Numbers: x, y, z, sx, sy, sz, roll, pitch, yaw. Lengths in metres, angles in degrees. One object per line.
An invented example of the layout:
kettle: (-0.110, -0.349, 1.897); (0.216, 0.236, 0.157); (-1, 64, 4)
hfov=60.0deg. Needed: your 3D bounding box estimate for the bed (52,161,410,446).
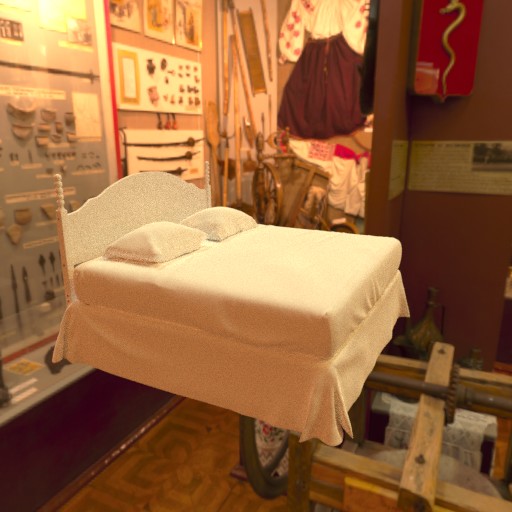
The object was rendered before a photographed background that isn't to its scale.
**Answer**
bed: (0.000, 0.000, 3.573); (2.219, 1.355, 2.322); (8, 17, 26)
